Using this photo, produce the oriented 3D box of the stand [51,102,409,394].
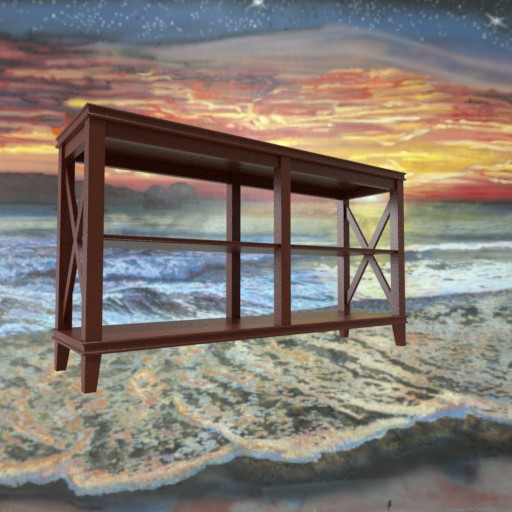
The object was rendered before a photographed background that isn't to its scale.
[{"bbox_3d":[0.000,0.000,1.703,1.372,0.762,0.381,2,-3,-36],"label":"stand"}]
